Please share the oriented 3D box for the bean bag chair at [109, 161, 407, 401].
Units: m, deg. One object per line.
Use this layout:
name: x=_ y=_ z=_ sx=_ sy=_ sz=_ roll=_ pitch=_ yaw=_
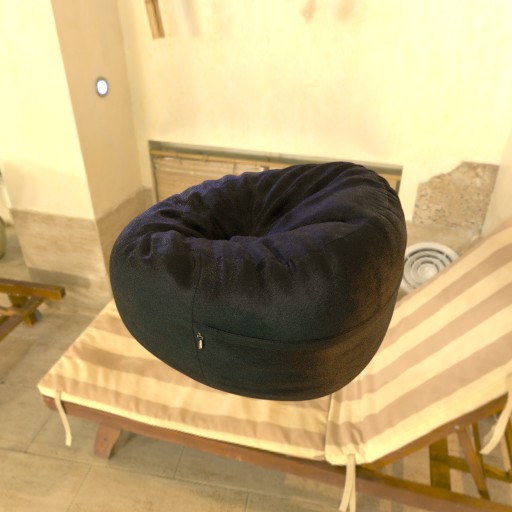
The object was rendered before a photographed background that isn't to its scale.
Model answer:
bean bag chair: x=0.000 y=0.000 z=2.409 sx=1.524 sy=0.878 sz=1.524 roll=8 pitch=32 yaw=14
